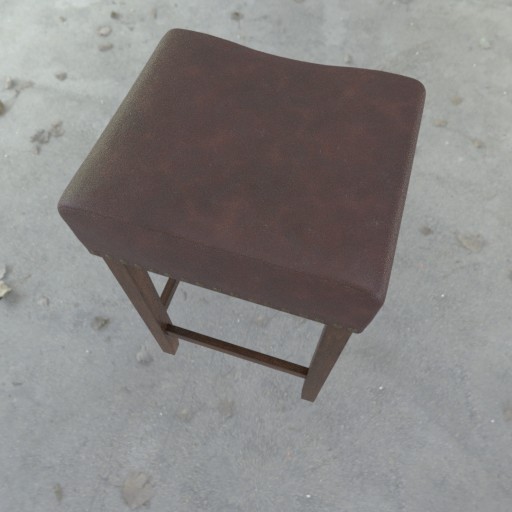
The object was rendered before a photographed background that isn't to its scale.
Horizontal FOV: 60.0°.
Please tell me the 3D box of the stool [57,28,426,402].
[{"bbox_3d":[0.000,0.000,0.985,0.465,0.769,0.401,16,63,8],"label":"stool"}]
